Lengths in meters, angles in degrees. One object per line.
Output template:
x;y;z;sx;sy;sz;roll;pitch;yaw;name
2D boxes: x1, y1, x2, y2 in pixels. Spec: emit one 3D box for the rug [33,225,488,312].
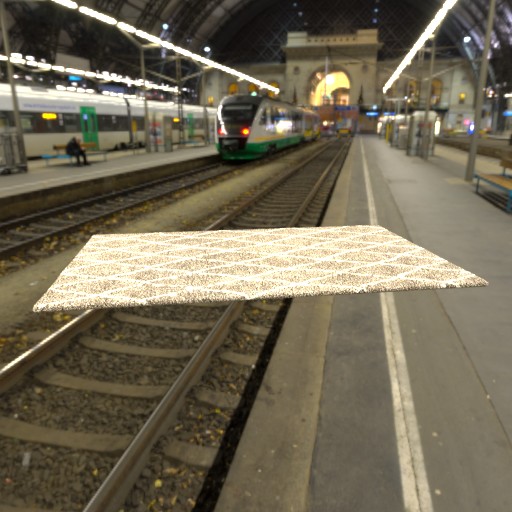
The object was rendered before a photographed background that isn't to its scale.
0.000;0.000;3.047;2.438;0.030;1.524;-2;17;-8;rug
